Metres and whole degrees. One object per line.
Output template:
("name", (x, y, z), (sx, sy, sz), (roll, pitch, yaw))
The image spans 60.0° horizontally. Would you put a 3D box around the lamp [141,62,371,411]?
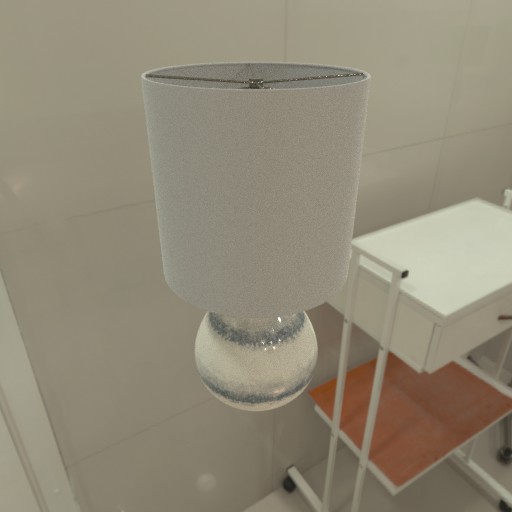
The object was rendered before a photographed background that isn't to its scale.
("lamp", (0.000, 0.000, 0.525), (0.216, 0.404, 0.216), (-18, 33, -29))
